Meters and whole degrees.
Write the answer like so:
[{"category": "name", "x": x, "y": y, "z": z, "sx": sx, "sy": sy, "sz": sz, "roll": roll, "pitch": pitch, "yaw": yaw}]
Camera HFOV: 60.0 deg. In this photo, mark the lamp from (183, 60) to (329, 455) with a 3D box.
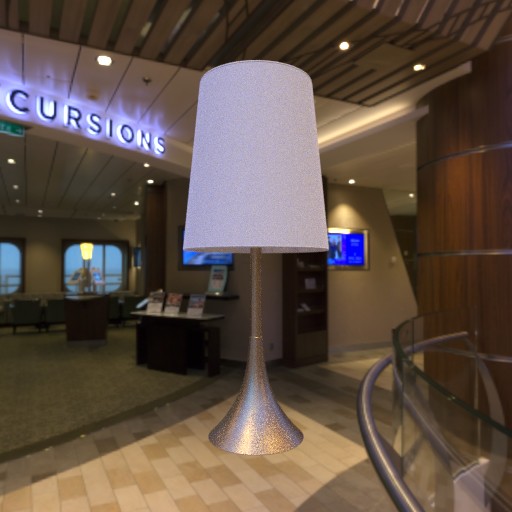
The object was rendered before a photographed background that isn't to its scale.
[{"category": "lamp", "x": 0.000, "y": 0.000, "z": 0.710, "sx": 0.231, "sy": 0.569, "sz": 0.231, "roll": 0, "pitch": -2, "yaw": 0}]
